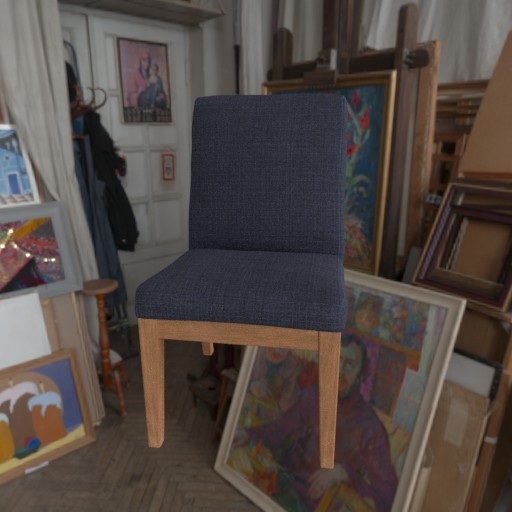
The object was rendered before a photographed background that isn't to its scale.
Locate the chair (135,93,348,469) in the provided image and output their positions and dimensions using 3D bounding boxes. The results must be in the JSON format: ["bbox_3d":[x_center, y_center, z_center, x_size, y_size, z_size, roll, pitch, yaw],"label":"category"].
[{"bbox_3d":[0.000,0.000,1.263,0.507,0.911,0.586,3,16,9],"label":"chair"}]
